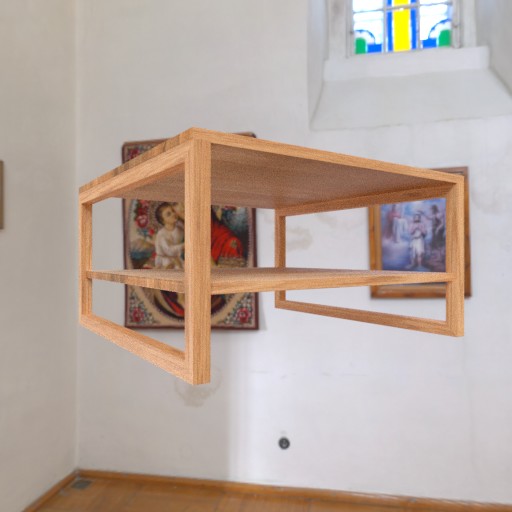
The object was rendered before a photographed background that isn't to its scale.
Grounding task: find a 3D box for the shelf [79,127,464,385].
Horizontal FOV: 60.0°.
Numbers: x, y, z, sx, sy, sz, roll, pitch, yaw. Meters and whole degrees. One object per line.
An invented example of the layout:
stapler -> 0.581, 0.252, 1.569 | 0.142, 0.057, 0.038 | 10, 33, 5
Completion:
shelf -> 0.000, 0.000, 1.445 | 0.899, 0.480, 0.899 | 0, 0, -34
